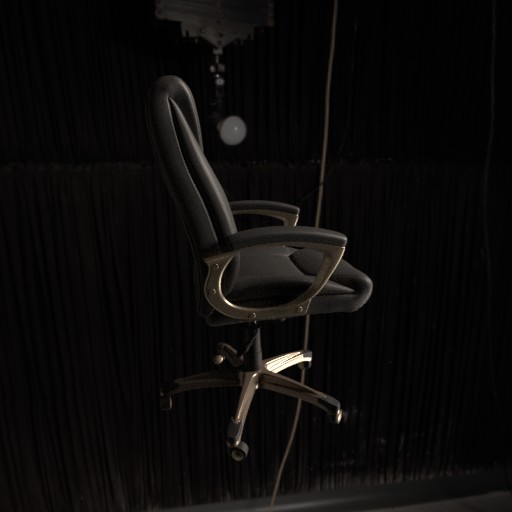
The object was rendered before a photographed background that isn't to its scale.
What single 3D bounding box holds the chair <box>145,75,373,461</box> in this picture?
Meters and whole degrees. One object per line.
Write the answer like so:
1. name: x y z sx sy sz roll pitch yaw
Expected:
1. chair: 0.000 0.000 1.620 0.748 1.188 0.694 -3 15 -9
